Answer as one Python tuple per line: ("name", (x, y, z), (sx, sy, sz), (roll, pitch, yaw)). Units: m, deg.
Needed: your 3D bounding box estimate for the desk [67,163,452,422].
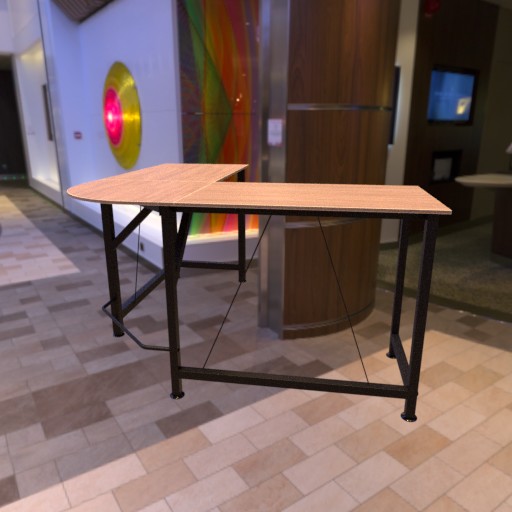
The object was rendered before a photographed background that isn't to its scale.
("desk", (0.000, 0.000, 2.190), (1.400, 0.762, 1.400), (3, 17, 9))
